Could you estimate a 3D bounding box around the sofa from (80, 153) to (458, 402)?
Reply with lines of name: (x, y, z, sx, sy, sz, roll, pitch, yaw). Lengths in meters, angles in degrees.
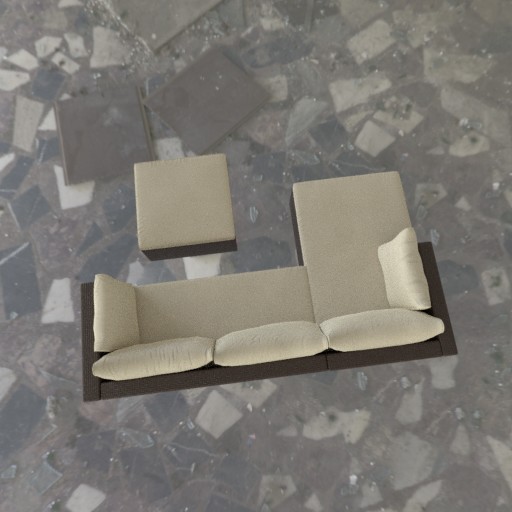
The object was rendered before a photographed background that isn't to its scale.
sofa: (0.000, 0.000, 3.001, 2.192, 0.766, 1.612, -7, 75, -2)
